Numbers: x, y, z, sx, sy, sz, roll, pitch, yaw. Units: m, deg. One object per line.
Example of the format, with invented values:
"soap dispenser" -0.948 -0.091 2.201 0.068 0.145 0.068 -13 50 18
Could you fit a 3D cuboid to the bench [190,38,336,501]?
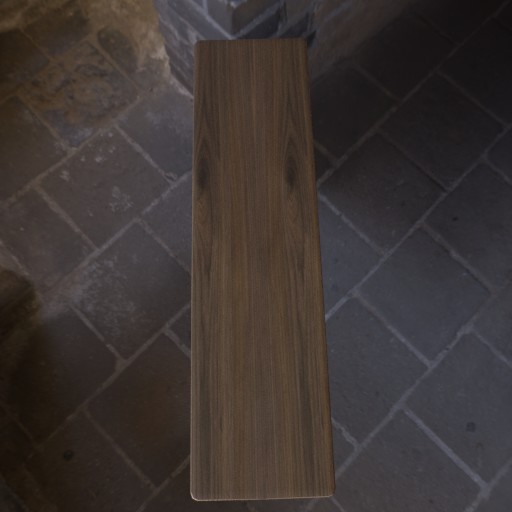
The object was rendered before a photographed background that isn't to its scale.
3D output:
"bench" 0.000 0.000 1.698 0.425 0.462 1.570 -2 76 0
